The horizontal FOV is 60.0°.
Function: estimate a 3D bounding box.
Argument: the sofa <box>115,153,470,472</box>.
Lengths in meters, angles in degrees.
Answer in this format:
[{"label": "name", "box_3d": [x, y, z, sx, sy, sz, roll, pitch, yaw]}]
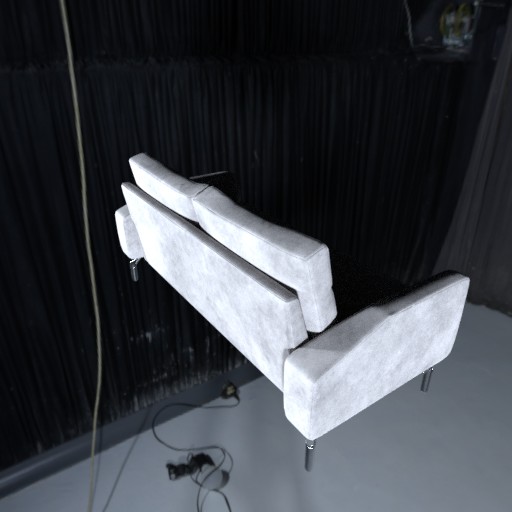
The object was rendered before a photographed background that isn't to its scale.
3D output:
[{"label": "sofa", "box_3d": [0.000, 0.000, 2.298, 0.849, 0.859, 1.837, -18, 32, -31]}]
